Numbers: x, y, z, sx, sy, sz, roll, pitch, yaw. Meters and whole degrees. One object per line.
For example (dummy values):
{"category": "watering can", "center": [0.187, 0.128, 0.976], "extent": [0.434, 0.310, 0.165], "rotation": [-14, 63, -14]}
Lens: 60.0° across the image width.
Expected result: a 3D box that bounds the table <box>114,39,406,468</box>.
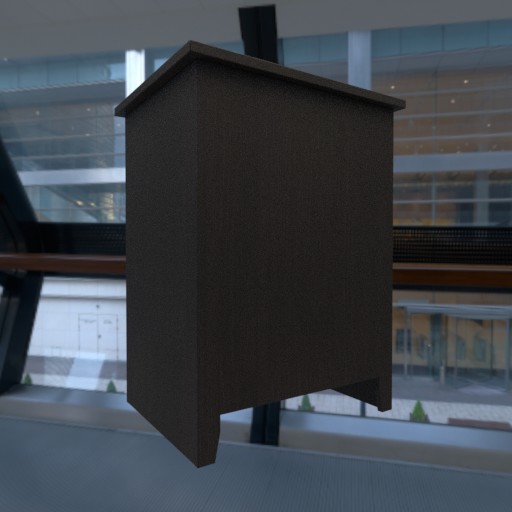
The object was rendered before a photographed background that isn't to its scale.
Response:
{"category": "table", "center": [0.000, 0.000, 0.935], "extent": [0.480, 0.635, 0.381], "rotation": [-1, 1, -33]}
